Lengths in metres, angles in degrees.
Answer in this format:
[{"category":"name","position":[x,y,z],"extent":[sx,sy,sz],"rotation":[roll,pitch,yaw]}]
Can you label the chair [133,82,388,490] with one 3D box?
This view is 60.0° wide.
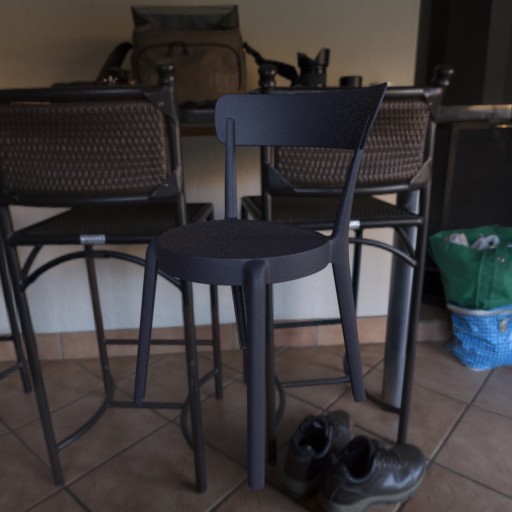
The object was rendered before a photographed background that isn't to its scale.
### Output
[{"category":"chair","position":[0.000,0.000,1.089],"extent":[0.506,0.790,0.491],"rotation":[14,21,41]}]
